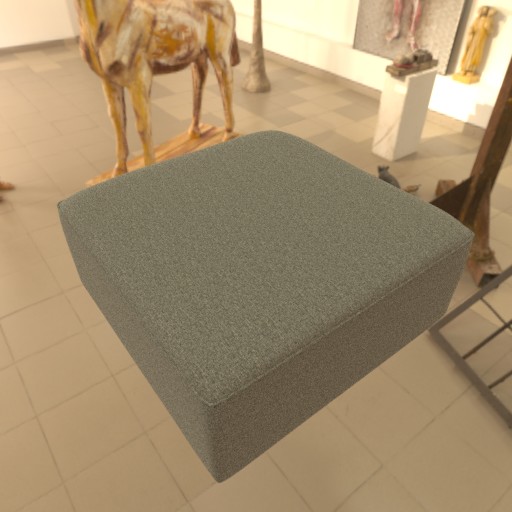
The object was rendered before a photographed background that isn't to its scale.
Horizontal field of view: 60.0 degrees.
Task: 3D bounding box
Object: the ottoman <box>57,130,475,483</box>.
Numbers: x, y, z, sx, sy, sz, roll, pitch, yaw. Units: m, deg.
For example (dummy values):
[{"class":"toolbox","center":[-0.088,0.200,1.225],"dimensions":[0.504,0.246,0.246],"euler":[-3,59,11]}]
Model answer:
[{"class":"ottoman","center":[0.000,0.000,1.563],"dimensions":[1.015,0.464,1.005],"euler":[-26,46,-28]}]
